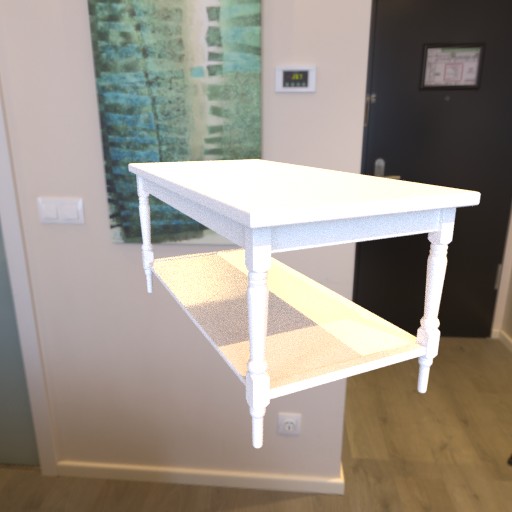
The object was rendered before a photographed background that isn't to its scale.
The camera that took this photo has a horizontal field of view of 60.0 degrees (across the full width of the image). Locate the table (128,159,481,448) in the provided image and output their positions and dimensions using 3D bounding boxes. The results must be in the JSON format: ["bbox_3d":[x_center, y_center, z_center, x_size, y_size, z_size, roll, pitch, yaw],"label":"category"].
[{"bbox_3d":[0.000,0.000,1.395,0.550,0.510,1.107,-8,18,-24],"label":"table"}]
